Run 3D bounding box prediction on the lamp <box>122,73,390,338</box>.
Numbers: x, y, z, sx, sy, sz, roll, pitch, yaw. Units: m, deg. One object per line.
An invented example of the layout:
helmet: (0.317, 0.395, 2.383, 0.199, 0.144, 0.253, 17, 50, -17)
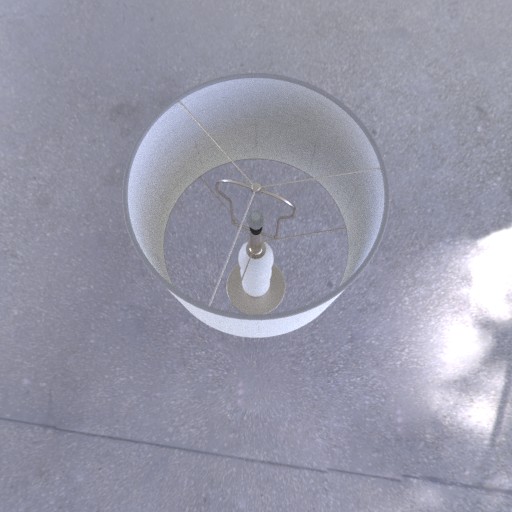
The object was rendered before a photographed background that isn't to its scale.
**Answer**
lamp: (0.000, 0.000, 0.734, 0.282, 0.559, 0.280, 19, 76, 5)
